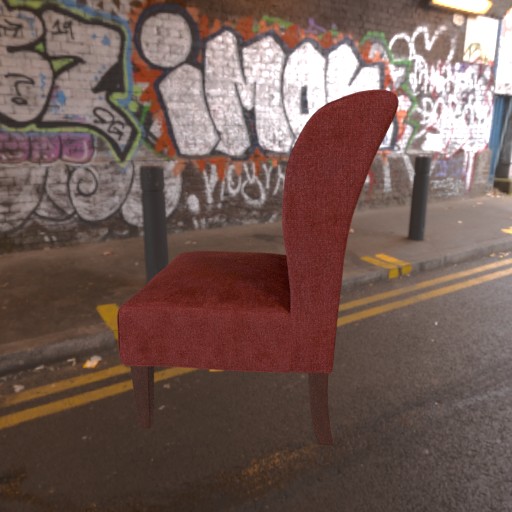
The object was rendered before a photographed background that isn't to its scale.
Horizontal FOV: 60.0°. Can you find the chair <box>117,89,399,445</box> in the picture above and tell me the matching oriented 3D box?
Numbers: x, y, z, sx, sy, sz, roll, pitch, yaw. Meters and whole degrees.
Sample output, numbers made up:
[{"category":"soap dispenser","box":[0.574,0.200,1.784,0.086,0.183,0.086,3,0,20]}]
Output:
[{"category":"chair","box":[0.000,0.000,1.261,0.640,0.846,0.538,2,15,7]}]
